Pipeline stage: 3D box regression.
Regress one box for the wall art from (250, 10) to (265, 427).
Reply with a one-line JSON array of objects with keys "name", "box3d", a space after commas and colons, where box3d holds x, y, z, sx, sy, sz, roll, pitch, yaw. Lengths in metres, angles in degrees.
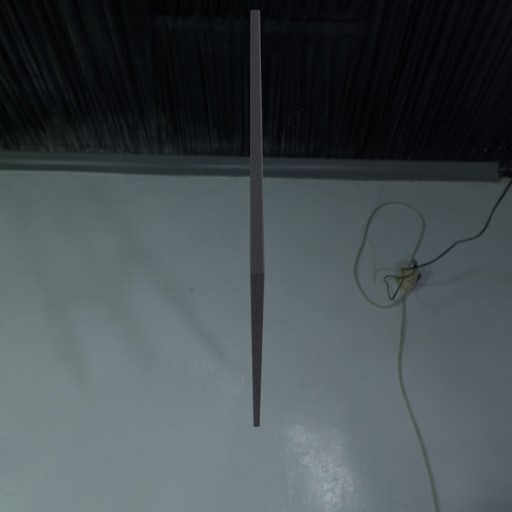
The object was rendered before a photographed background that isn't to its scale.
[{"name": "wall art", "box3d": [0.000, 0.000, 0.661, 0.012, 0.529, 0.374, 0, 57, 0]}]
